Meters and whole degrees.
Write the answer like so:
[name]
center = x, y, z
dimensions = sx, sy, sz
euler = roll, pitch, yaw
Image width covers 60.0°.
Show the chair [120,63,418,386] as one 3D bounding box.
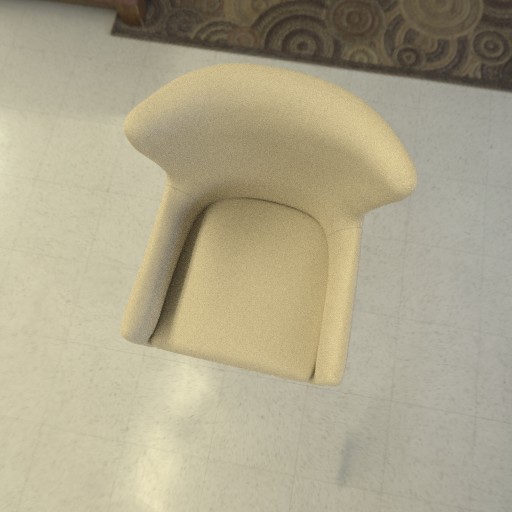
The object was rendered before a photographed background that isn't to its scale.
[chair]
center = 0.000, 0.000, 1.388
dimensions = 0.660, 0.952, 0.686
euler = 12, 76, 3
